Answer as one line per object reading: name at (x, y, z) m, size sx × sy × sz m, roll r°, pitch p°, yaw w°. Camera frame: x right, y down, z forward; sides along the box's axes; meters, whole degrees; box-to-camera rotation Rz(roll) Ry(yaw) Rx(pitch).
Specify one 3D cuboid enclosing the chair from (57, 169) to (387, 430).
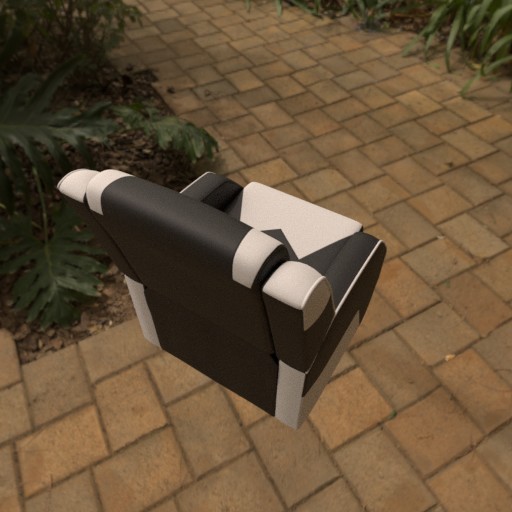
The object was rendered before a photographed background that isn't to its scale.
chair at (0.000, 0.000, 1.301) m, size 0.620 × 0.805 × 0.672 m, roll 25°, pitch 52°, yaw 21°
